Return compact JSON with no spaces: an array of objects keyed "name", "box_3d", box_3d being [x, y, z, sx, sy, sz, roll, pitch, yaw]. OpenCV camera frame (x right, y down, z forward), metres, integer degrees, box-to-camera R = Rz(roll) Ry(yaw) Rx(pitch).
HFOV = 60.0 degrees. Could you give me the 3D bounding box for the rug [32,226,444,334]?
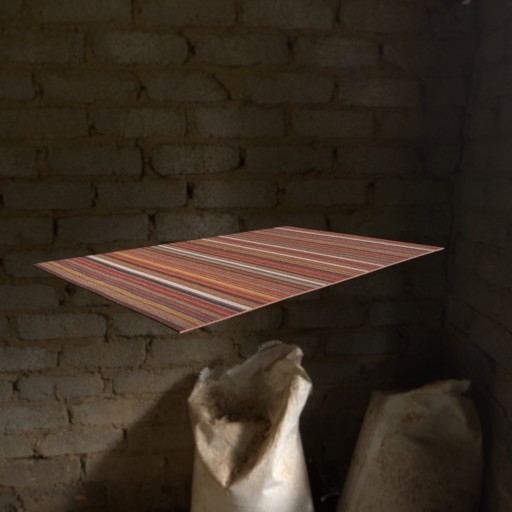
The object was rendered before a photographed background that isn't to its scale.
[{"name":"rug","box_3d":[0.000,0.000,2.334,1.828,0.007,1.217,-12,17,-43]}]
